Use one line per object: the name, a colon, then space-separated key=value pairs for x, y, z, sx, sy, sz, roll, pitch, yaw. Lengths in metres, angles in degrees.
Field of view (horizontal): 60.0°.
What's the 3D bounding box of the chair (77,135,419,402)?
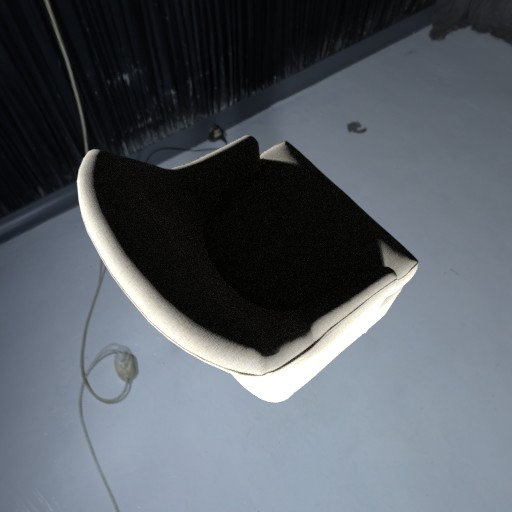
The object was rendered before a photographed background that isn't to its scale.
chair: x=0.000 y=0.000 z=1.594 sx=0.923 sy=0.856 sz=0.864 roll=-33 pitch=65 yaw=-18
